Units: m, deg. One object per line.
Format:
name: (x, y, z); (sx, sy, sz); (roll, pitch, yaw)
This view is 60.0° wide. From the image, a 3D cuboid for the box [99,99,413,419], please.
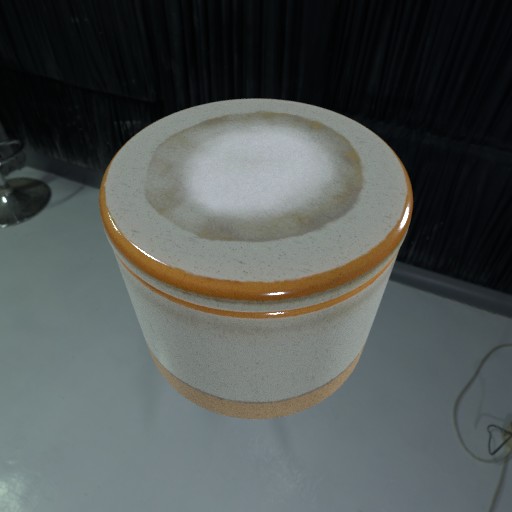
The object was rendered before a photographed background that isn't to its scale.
box: (0.000, 0.000, 0.211); (0.123, 0.100, 0.123); (0, 47, 0)
